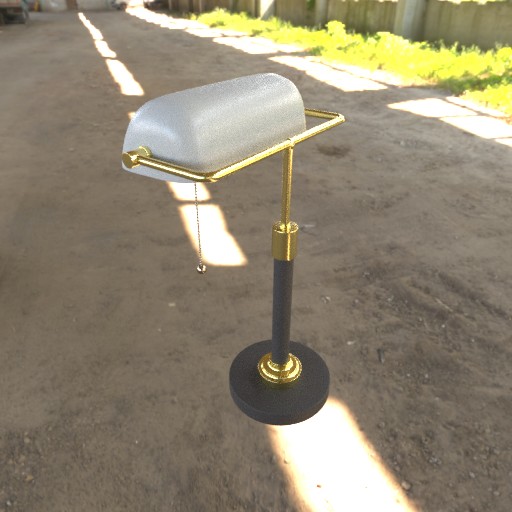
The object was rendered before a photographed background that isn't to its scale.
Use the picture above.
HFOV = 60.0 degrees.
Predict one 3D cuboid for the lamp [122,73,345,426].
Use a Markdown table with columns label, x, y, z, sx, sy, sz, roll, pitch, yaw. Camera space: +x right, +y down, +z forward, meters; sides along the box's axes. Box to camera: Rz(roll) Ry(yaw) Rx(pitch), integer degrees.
| label | x | y | z | sx | sy | sz | roll | pitch | yaw |
| --- | --- | --- | --- | --- | --- | --- | --- | --- | --- |
| lamp | 0.000 | 0.000 | 0.557 | 0.227 | 0.404 | 0.269 | 21 | 37 | 31 |
